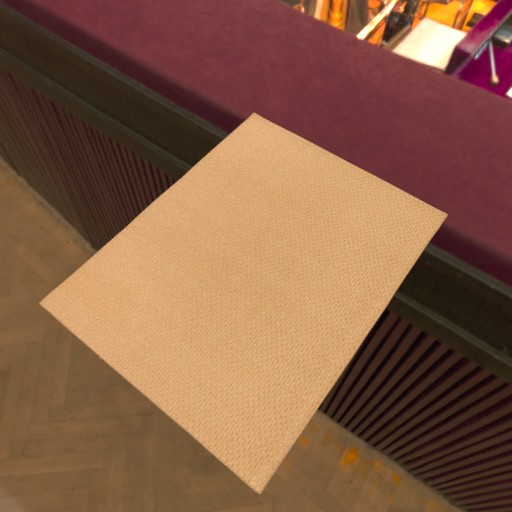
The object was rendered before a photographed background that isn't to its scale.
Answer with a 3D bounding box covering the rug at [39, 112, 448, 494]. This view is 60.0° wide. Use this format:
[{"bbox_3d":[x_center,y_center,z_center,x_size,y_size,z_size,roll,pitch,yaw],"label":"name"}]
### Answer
[{"bbox_3d":[0.000,0.000,3.866,2.277,0.035,2.897,33,64,19],"label":"rug"}]
